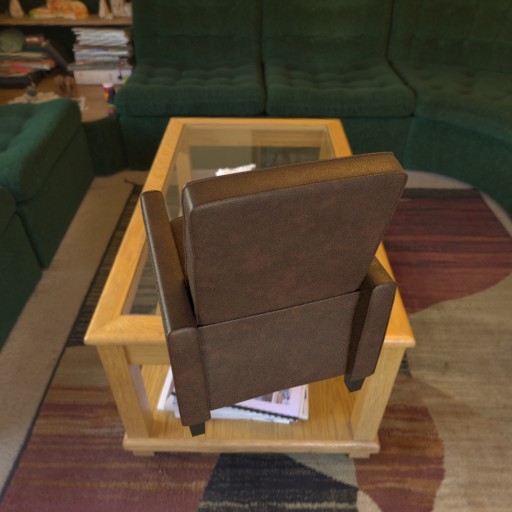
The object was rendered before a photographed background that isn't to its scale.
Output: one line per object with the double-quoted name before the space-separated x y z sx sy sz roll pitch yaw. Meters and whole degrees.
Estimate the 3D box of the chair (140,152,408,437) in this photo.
"chair" 0.000 0.000 1.526 0.705 1.013 0.746 -11 41 -13
